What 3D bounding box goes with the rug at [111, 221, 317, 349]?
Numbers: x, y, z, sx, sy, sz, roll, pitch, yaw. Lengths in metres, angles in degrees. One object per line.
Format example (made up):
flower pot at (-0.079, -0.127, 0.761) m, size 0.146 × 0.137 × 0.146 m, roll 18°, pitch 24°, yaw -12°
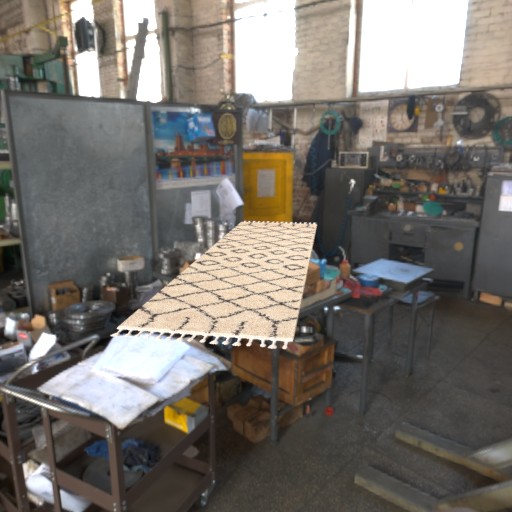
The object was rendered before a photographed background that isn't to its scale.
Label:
rug at (0.000, 0.000, 2.718) m, size 0.660 × 0.005 × 2.464 m, roll 2°, pitch 14°, yaw 9°
